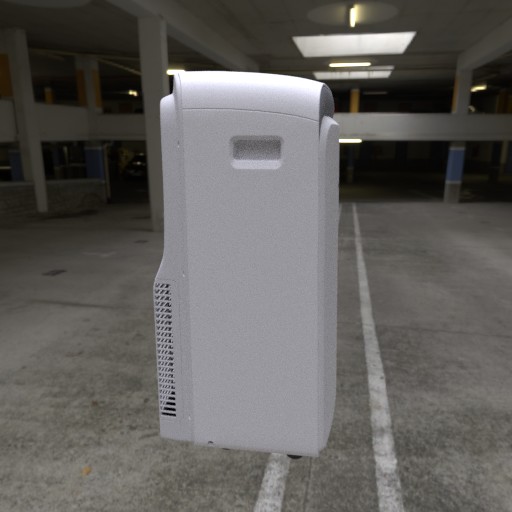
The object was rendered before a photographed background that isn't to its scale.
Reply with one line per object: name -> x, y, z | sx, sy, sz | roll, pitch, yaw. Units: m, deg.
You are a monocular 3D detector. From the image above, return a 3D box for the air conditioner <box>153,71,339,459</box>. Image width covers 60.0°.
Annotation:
air conditioner -> 0.000, 0.000, 0.946 | 0.365, 0.700, 0.454 | 3, 15, 11
